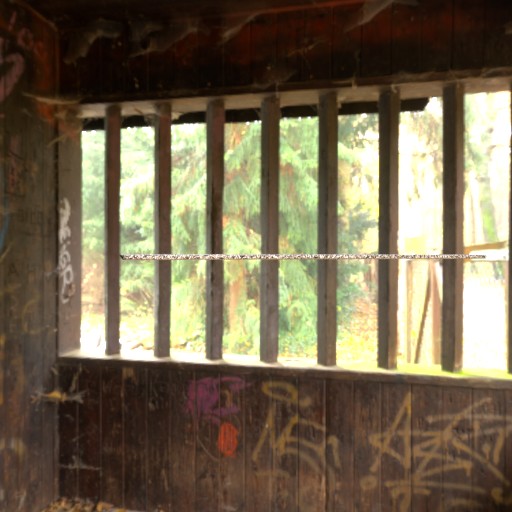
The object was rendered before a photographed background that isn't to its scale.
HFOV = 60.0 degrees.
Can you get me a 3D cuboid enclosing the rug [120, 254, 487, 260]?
[{"bbox_3d":[0.000,0.000,4.159,2.438,0.029,3.047,0,0,-17],"label":"rug"}]
